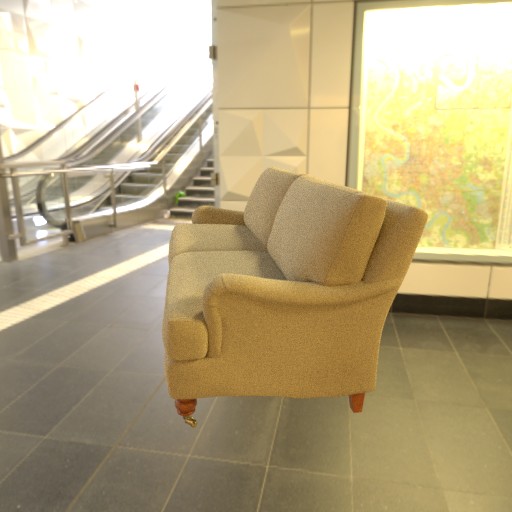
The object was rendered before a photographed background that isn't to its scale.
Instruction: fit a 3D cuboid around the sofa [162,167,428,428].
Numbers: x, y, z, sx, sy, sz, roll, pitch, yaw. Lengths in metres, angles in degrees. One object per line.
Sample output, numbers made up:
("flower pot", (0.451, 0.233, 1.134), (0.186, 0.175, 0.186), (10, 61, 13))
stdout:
("sofa", (0.000, 0.000, 2.735), (1.091, 0.997, 2.070), (-2, 15, -9))
